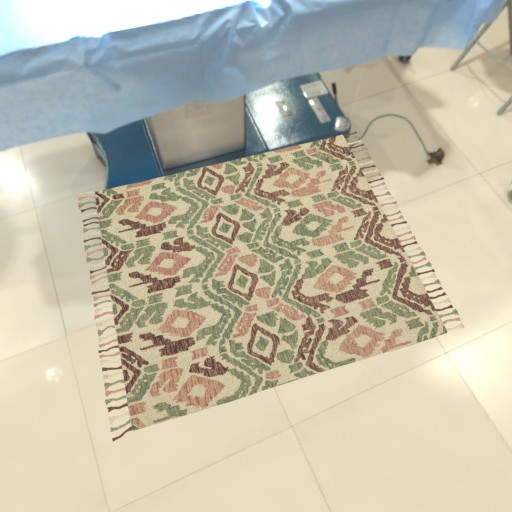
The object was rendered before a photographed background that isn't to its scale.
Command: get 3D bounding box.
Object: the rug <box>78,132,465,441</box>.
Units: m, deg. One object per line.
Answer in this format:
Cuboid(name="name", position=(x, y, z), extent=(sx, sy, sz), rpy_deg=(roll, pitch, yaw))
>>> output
Cuboid(name="rug", position=(0.000, 0.000, 4.130), extent=(3.048, 0.010, 2.438), rpy_deg=(-15, 62, -8))
